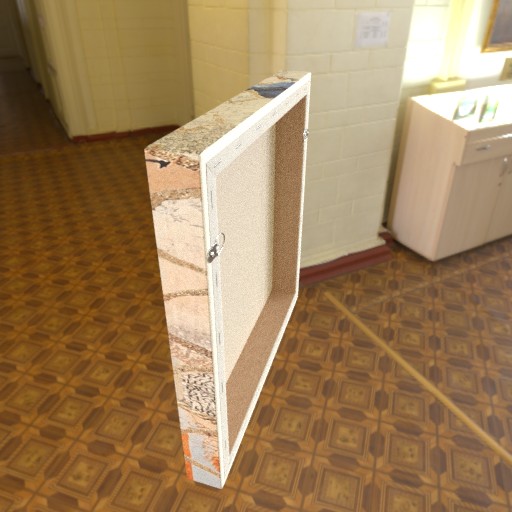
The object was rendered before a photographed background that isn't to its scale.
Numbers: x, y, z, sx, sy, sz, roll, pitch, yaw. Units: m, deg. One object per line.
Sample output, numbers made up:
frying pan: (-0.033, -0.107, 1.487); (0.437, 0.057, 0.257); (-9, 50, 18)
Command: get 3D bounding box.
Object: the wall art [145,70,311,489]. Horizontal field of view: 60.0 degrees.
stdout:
wall art: (0.000, 0.000, 0.442); (0.036, 0.304, 0.303); (9, 32, 15)
